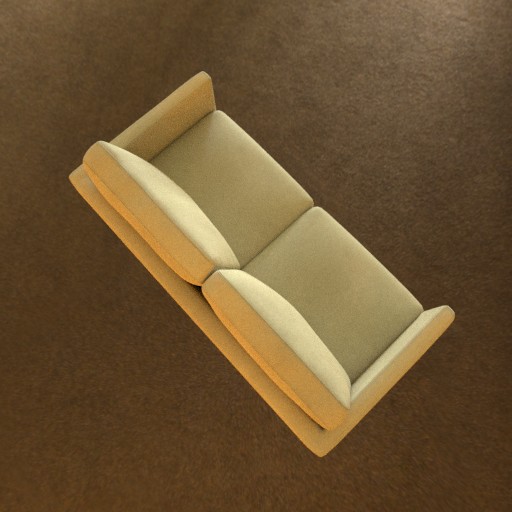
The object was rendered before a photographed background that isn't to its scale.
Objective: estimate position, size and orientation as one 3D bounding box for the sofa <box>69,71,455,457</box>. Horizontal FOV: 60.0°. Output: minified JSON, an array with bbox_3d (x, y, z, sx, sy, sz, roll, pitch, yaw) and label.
[{"bbox_3d":[0.000,0.000,2.414,0.950,0.940,1.846,-42,80,-9],"label":"sofa"}]
